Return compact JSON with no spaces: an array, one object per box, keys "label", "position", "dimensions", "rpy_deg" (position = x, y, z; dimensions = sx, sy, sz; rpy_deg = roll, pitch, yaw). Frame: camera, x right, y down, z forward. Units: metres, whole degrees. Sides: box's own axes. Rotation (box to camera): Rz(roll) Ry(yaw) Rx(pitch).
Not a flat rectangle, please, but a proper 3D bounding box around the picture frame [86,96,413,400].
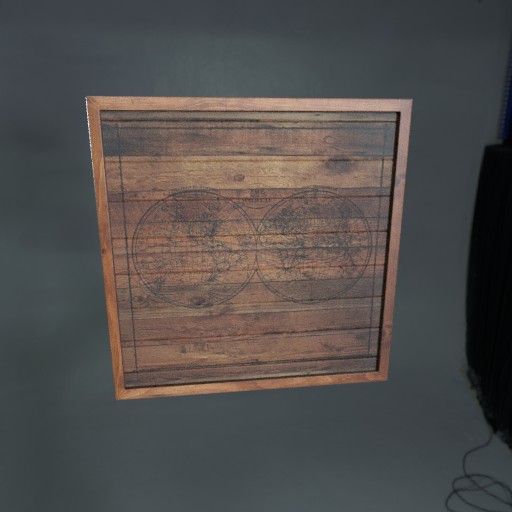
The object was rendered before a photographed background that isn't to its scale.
[{"label":"picture frame","position":[0.000,0.000,1.214],"dimensions":[0.810,0.817,0.029],"rpy_deg":[-2,16,-7]}]
